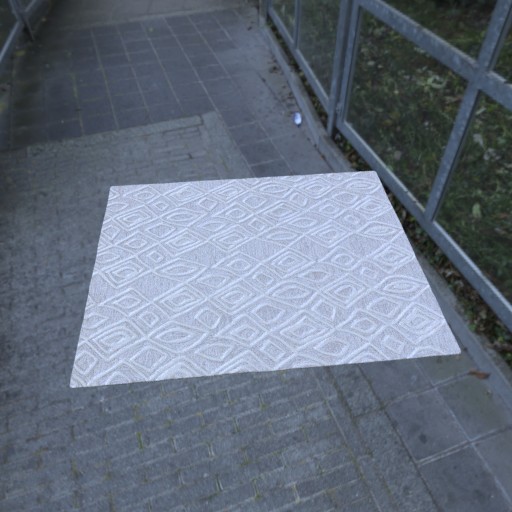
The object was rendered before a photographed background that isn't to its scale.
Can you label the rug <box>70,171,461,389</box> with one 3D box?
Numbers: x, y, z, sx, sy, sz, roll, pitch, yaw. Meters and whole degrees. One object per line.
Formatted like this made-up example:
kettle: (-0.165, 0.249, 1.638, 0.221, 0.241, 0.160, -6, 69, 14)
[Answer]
rug: (0.000, 0.000, 4.240, 3.049, 0.025, 2.449, -4, 47, -4)
